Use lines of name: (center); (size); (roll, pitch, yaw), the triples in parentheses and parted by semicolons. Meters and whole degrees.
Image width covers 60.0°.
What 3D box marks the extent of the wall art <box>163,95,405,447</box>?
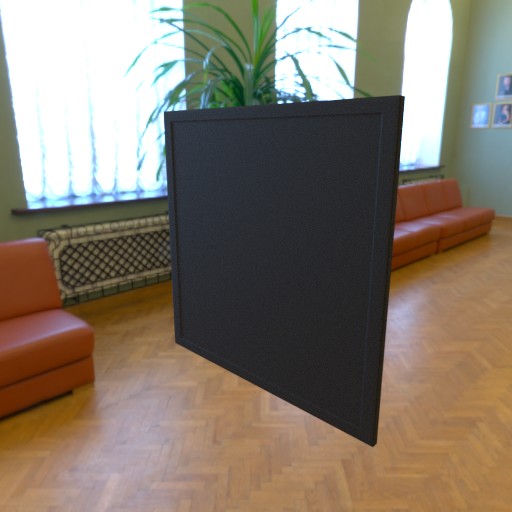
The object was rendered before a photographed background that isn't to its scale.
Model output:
wall art: (0.000, 0.000, 0.865); (0.562, 0.558, 0.012); (14, 21, 43)
